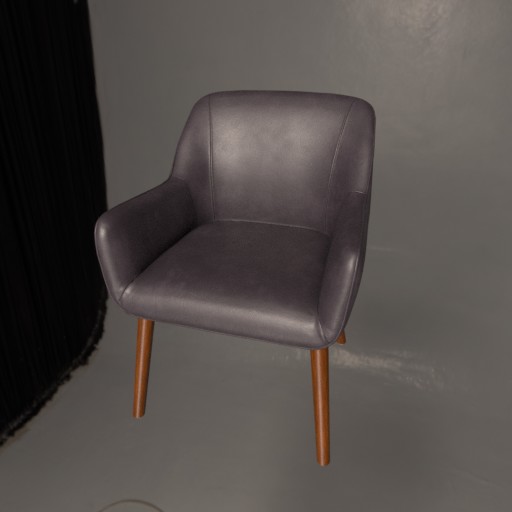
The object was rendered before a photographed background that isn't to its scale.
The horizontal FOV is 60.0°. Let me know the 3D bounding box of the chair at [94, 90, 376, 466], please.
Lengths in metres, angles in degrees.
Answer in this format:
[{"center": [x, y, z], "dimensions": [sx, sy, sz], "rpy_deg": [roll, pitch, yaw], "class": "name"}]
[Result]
[{"center": [0.000, 0.000, 1.245], "dimensions": [0.610, 0.828, 0.610], "rpy_deg": [8, 26, 16], "class": "chair"}]
